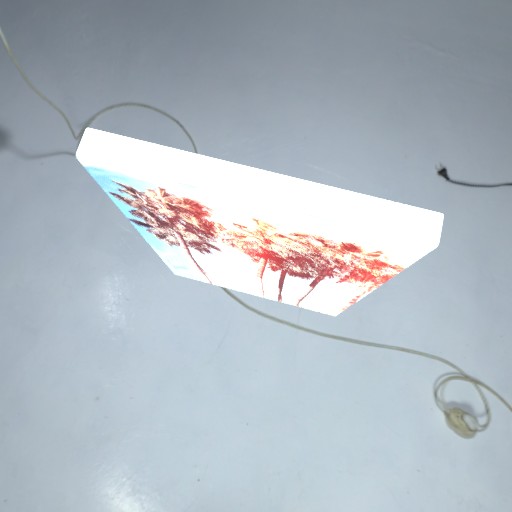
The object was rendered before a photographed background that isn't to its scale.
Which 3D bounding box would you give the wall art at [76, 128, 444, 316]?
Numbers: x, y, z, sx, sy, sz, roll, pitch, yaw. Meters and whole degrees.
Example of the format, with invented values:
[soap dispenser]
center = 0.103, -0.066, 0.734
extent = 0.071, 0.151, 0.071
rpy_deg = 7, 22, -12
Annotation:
[wall art]
center = 0.000, 0.000, 0.769
extent = 0.401, 0.610, 0.038
rpy_deg = 14, 76, 4
